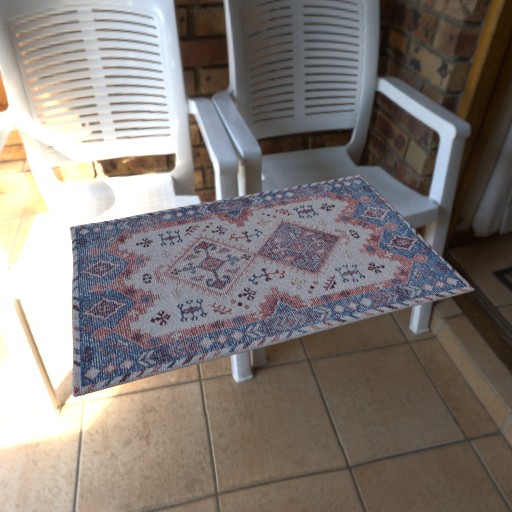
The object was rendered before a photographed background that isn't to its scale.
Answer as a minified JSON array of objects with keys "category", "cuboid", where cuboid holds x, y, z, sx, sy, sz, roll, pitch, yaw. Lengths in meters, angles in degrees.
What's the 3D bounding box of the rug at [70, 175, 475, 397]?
[{"category":"rug","cuboid":[0.000,0.000,3.090,2.464,0.023,1.521,-12,42,-14]}]
